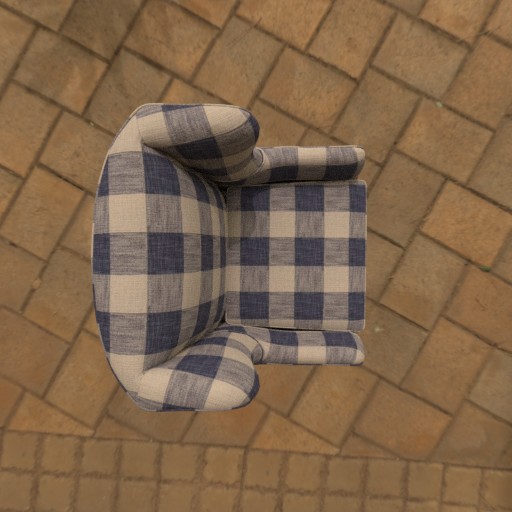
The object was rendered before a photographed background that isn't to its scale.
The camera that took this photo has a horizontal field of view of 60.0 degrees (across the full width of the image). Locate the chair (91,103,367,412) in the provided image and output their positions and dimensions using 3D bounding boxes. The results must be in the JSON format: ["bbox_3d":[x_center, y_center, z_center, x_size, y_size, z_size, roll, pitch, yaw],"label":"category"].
[{"bbox_3d":[0.000,0.000,1.680,0.889,1.041,0.830,0,91,0],"label":"chair"}]
